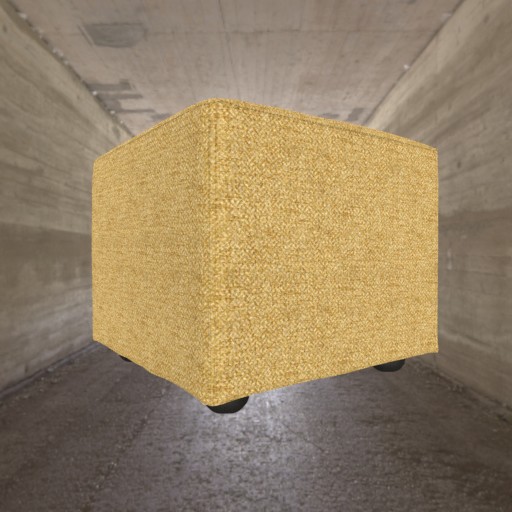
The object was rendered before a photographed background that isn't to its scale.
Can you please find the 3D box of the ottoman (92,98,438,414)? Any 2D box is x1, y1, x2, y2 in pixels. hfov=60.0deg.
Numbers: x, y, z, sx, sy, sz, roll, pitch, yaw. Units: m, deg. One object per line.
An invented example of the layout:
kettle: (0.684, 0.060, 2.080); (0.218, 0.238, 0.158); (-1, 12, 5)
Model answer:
ottoman: (0.000, 0.000, 0.879); (0.505, 0.441, 0.512); (-1, 1, -36)
